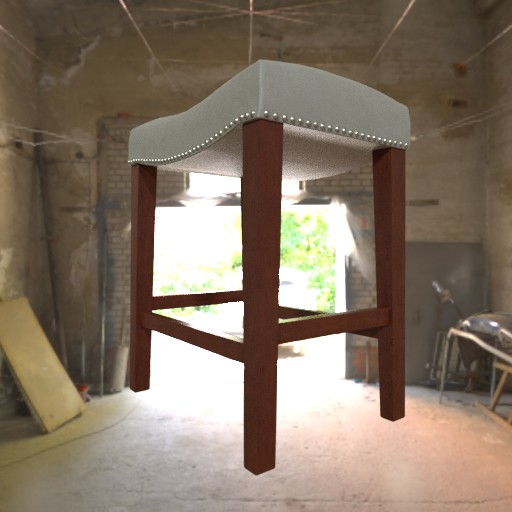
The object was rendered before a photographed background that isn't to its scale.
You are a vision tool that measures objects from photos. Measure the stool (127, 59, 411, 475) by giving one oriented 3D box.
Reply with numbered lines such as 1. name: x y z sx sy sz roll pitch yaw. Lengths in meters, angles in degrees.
1. stool: 0.000 0.000 0.943 0.375 0.632 0.509 -1 2 -37
